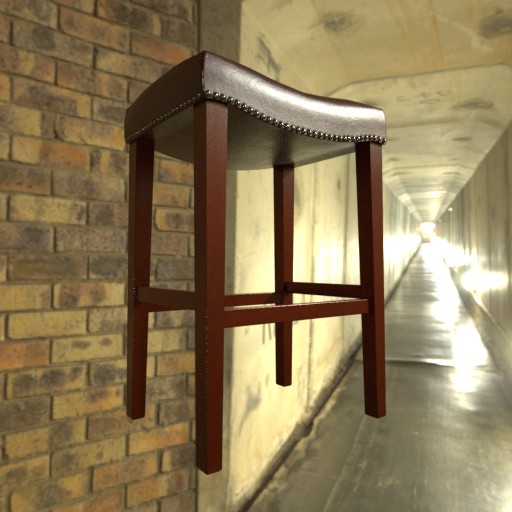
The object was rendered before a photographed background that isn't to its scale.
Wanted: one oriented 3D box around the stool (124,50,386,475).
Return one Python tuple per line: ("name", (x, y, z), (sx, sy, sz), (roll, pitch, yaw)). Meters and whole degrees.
("stool", (0.000, 0.000, 1.031), (0.504, 0.742, 0.372), (1, -1, -37))
